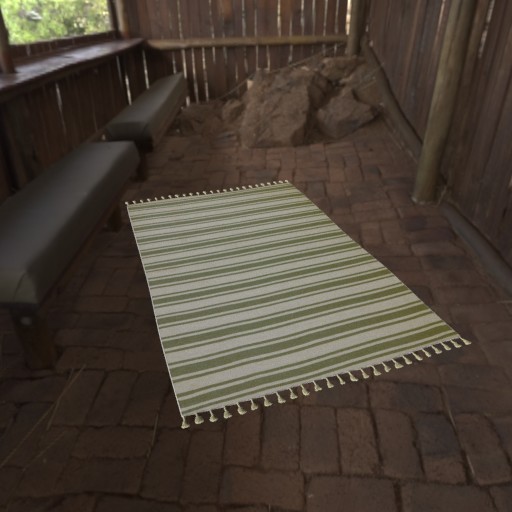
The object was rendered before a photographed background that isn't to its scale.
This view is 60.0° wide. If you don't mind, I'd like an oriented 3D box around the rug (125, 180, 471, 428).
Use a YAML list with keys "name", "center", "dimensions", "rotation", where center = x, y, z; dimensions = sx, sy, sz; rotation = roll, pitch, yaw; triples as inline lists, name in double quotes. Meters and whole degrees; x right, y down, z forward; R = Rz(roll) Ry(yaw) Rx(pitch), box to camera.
- name: "rug"
  center: [0.000, 0.000, 2.331]
  dimensions: [1.162, 0.013, 1.875]
  rotation: [-10, 33, -17]
